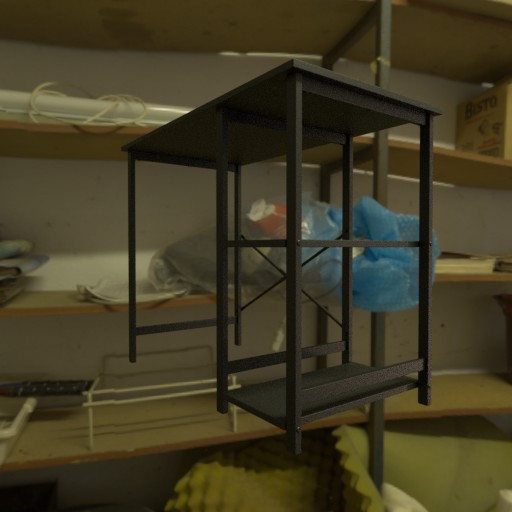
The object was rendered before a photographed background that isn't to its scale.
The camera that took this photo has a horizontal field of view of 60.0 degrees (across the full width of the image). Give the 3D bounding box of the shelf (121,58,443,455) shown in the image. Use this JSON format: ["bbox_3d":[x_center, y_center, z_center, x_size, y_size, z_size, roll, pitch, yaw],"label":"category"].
[{"bbox_3d":[0.000,0.000,1.333,0.498,0.749,0.902,-1,1,-37],"label":"shelf"}]
